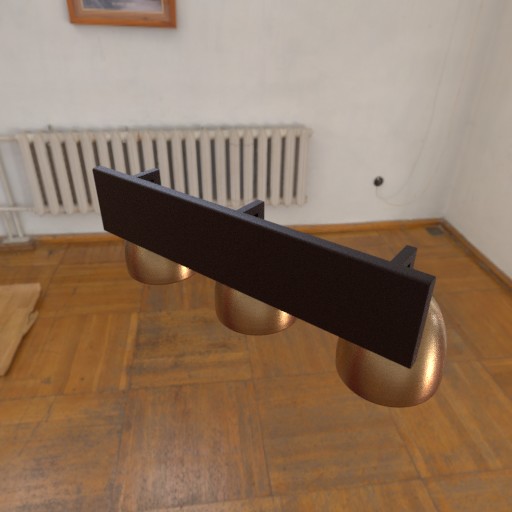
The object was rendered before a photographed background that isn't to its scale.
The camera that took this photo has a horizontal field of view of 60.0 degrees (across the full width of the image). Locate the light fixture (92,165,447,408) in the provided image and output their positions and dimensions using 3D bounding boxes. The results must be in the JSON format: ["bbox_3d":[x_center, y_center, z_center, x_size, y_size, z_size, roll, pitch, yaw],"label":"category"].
[{"bbox_3d":[0.000,0.000,0.669,0.582,0.204,0.157,21,36,32],"label":"light fixture"}]
